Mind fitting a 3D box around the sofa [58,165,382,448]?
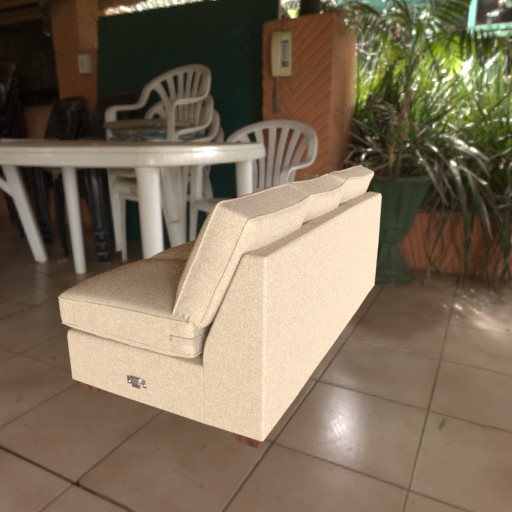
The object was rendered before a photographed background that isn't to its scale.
[{"bbox_3d":[0.000,0.000,2.562,1.034,0.946,1.962,8,17,25],"label":"sofa"}]
